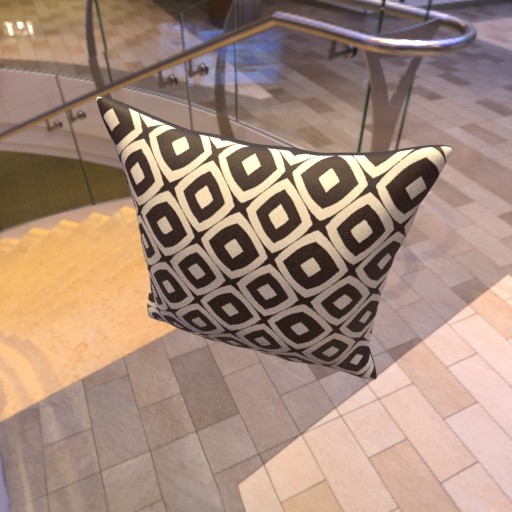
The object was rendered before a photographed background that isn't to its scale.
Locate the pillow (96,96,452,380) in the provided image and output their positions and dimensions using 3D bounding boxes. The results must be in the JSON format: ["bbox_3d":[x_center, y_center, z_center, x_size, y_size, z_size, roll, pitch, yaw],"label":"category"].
[{"bbox_3d":[0.000,0.000,0.760,0.504,0.494,0.188,13,43,14],"label":"pillow"}]
